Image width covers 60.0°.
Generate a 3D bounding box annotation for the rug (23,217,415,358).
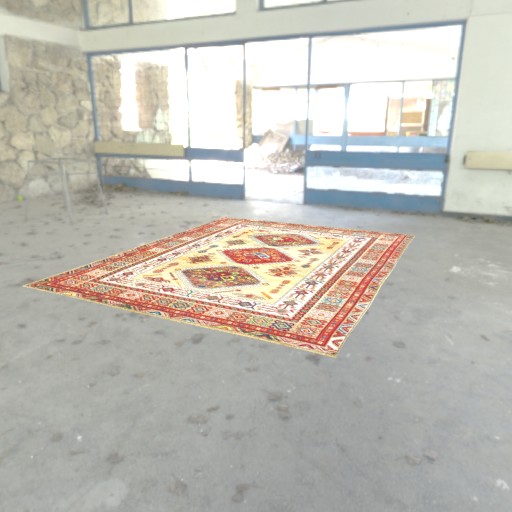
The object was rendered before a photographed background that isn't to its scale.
[{"bbox_3d":[0.000,0.000,4.163,2.460,0.005,3.067,8,18,25],"label":"rug"}]
